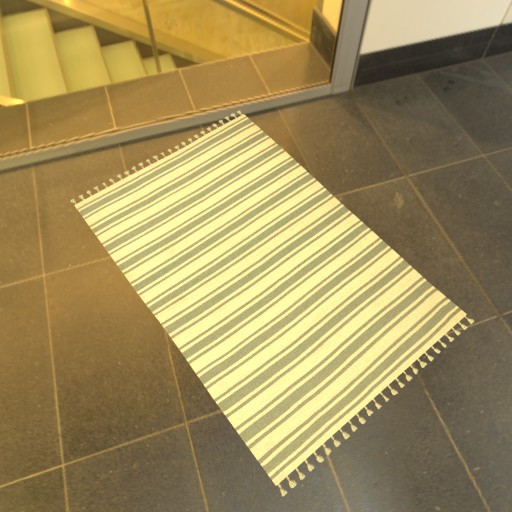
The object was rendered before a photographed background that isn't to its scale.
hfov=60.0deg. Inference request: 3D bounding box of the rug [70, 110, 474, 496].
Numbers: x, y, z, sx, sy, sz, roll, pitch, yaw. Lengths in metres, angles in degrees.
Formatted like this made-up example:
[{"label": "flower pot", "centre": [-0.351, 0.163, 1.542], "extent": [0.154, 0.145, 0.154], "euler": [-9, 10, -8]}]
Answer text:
[{"label": "rug", "centre": [0.000, 0.000, 2.967], "extent": [1.539, 0.011, 2.410], "euler": [-34, 65, -19]}]
